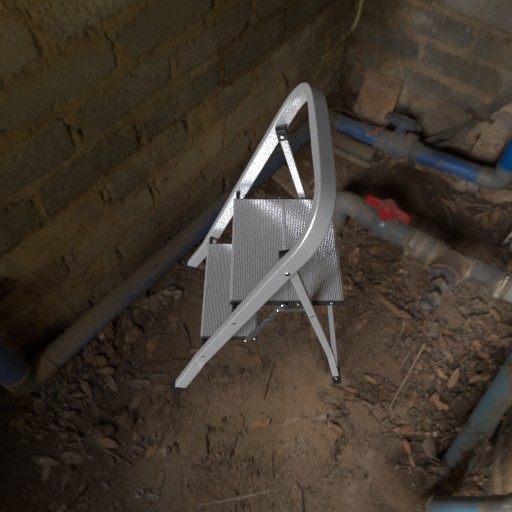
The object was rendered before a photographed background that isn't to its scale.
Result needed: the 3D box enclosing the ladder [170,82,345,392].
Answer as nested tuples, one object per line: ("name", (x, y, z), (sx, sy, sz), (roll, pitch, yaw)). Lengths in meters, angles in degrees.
("ladder", (0.000, 0.000, 1.144), (0.530, 0.830, 0.465), (0, 57, 0))
